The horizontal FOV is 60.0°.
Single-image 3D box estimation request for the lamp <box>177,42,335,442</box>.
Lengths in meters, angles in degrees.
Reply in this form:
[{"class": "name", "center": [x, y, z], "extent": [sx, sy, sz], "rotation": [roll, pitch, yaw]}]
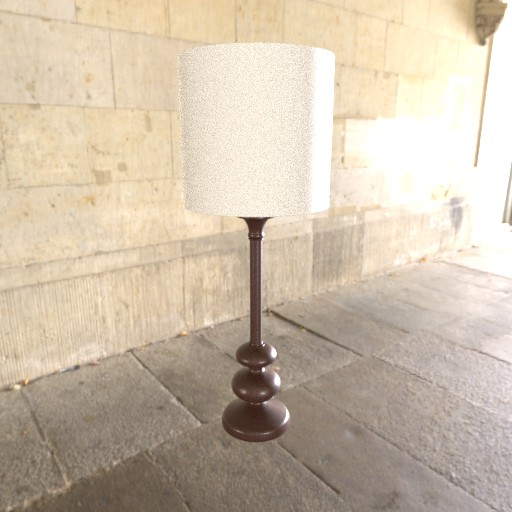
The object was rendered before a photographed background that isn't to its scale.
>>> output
[{"class": "lamp", "center": [0.000, 0.000, 0.808], "extent": [0.254, 0.690, 0.254], "rotation": [2, 15, 8]}]
